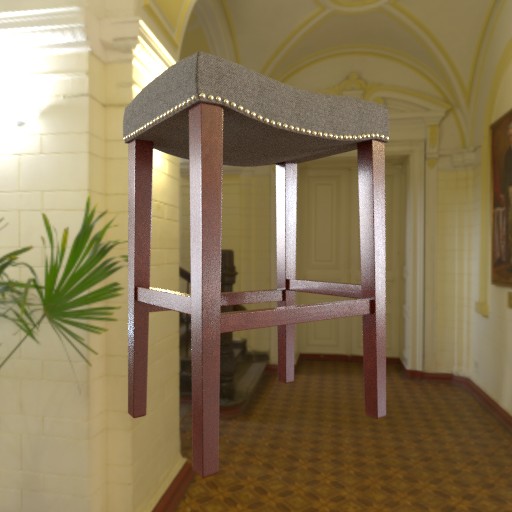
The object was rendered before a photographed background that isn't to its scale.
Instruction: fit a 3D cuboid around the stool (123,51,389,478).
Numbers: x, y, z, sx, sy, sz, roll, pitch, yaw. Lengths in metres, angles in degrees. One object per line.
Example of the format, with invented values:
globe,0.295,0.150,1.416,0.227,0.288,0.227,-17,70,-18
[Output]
stool,0.000,0.000,1.024,0.504,0.742,0.372,-1,1,-36
